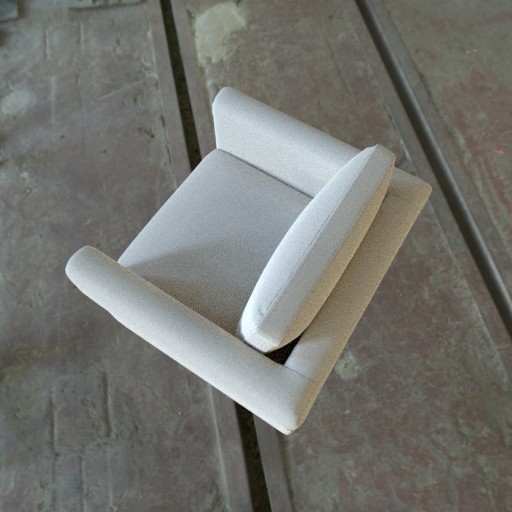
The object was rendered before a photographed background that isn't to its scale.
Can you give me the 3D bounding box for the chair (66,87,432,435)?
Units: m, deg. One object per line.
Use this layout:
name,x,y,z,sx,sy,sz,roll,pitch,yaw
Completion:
chair,0.000,0.000,1.714,0.896,0.915,0.982,30,69,13
